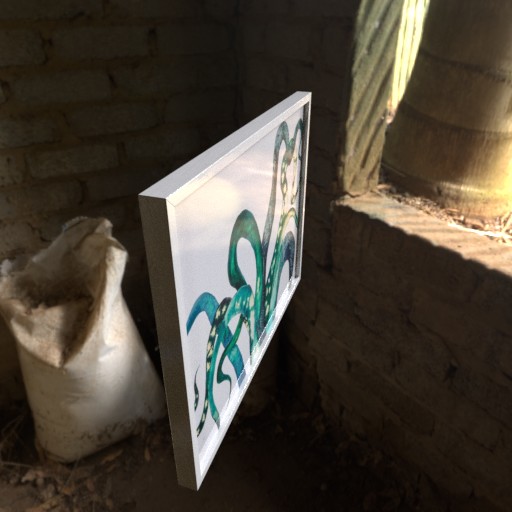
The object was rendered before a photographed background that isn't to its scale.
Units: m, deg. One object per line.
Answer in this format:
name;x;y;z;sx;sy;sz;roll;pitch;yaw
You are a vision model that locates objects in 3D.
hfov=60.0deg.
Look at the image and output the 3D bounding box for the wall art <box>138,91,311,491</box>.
wall art;0.000;0.000;1.351;0.053;0.787;1.041;10;31;17
